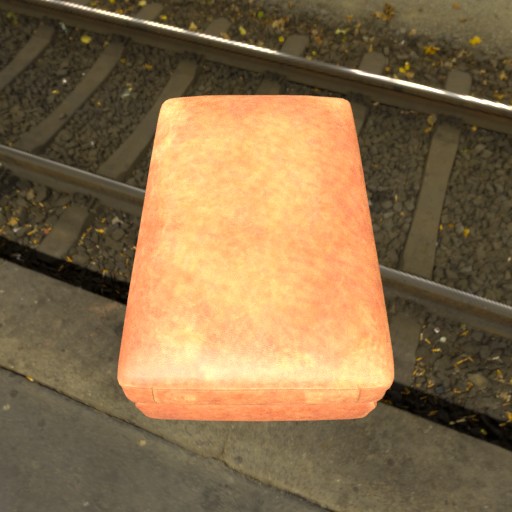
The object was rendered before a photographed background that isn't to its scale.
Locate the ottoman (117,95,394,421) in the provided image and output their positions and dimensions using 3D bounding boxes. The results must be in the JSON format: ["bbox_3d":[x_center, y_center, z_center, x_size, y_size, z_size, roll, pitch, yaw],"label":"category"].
[{"bbox_3d":[0.000,0.000,1.212,0.565,0.507,0.852,0,59,0],"label":"ottoman"}]
